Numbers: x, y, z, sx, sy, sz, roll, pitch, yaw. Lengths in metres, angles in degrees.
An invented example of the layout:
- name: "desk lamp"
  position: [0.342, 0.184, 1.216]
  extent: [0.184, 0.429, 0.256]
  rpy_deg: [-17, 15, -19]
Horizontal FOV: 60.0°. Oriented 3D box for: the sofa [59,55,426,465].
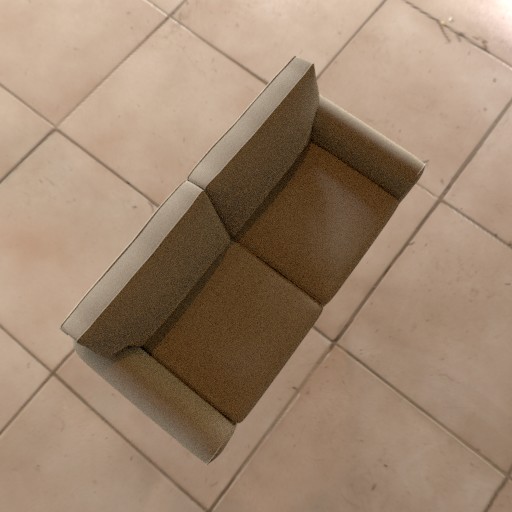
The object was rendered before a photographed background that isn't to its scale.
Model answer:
- name: "sofa"
  position: [0.000, 0.000, 2.221]
  extent: [0.861, 0.933, 1.774]
  rpy_deg: [36, 78, 9]
